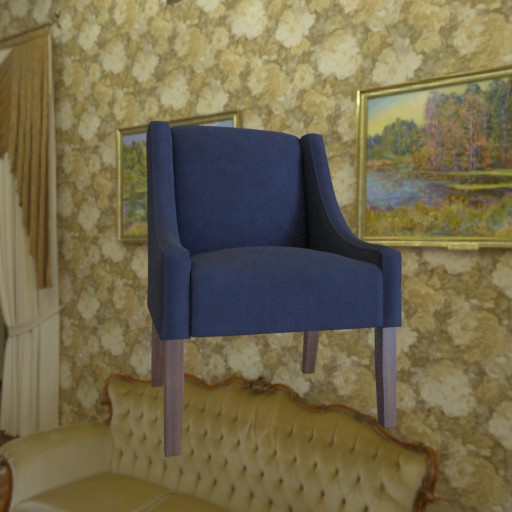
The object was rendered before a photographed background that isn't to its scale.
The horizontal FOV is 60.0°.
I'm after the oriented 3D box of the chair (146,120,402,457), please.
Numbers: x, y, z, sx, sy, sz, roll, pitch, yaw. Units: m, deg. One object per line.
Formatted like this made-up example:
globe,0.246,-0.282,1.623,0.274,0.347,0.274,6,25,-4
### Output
chair,0.000,0.000,1.349,0.629,0.895,0.629,0,1,-16
